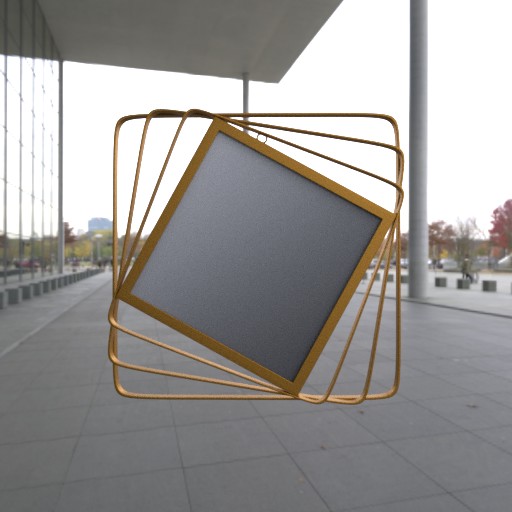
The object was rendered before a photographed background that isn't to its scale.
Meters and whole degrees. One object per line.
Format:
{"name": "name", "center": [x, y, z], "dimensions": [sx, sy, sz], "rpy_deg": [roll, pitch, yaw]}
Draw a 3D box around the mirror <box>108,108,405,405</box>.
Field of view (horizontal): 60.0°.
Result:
{"name": "mirror", "center": [0.000, 0.000, 0.708], "dimensions": [0.470, 0.468, 0.045], "rpy_deg": [0, 0, 1]}
